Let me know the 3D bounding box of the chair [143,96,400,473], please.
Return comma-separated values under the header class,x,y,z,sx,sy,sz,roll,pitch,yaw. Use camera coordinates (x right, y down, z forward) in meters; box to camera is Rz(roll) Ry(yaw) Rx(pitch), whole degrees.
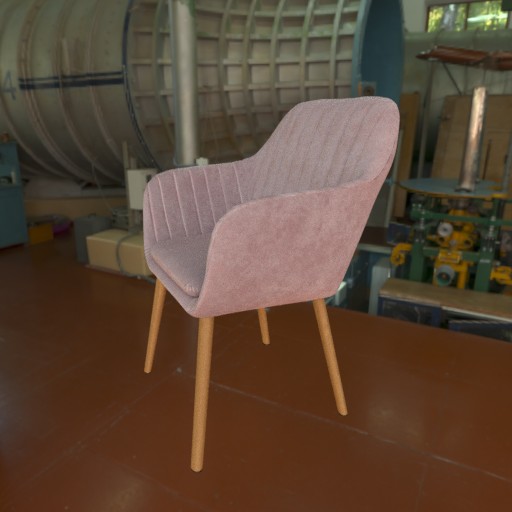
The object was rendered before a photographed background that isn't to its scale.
class,x,y,z,sx,sy,sz,roll,pitch,yaw
chair,0.000,0.000,1.222,0.570,0.832,0.610,-9,19,-26
